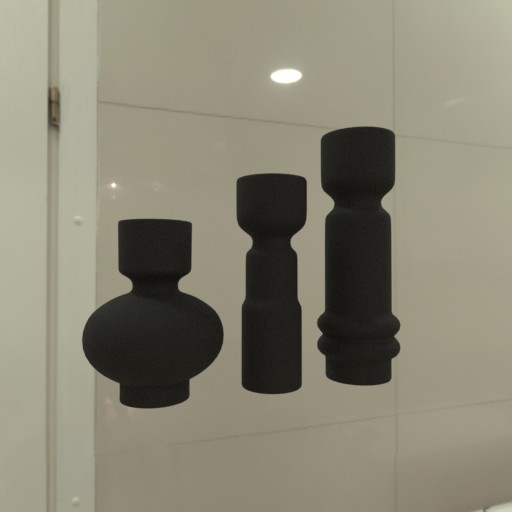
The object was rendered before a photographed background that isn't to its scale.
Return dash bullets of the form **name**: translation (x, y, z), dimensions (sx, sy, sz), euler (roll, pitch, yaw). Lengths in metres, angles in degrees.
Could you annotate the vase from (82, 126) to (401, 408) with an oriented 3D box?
- **vase**: translation (0.000, 0.000, 0.420), dimensions (0.307, 0.249, 0.120), euler (0, -1, -20)
